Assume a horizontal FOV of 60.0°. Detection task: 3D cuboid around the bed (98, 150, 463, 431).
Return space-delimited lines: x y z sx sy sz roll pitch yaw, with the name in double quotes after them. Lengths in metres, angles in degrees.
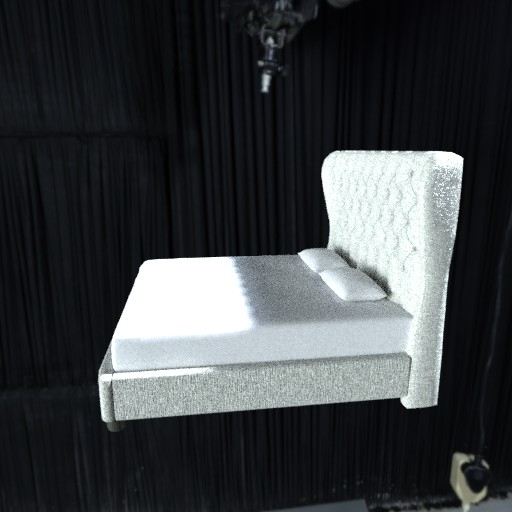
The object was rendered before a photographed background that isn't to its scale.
0.000 0.000 3.841 2.347 1.771 2.219 -2 14 -8 "bed"
